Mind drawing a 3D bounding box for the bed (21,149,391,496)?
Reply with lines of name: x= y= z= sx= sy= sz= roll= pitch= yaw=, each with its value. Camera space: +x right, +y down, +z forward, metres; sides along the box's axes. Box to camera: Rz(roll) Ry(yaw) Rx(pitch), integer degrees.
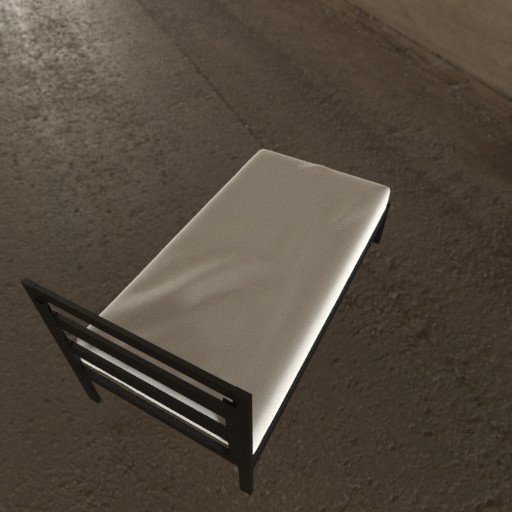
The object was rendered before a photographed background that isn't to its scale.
bed: x=0.000 y=0.000 z=2.441 sx=0.991 sy=0.967 sz=1.930 roll=22 pitch=50 yaw=19
